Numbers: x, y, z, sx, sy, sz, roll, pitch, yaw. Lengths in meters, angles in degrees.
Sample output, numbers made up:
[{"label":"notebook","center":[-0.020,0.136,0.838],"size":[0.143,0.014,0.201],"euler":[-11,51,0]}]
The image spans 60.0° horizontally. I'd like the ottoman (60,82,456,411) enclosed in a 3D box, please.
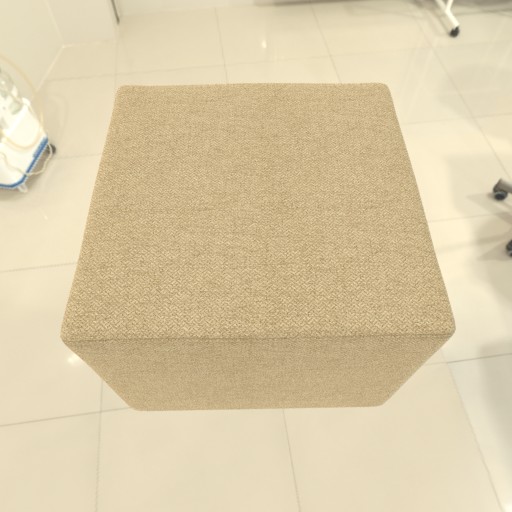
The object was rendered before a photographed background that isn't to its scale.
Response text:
[{"label":"ottoman","center":[0.000,0.000,0.844],"size":[0.508,0.432,0.508],"euler":[-1,58,-1]}]
